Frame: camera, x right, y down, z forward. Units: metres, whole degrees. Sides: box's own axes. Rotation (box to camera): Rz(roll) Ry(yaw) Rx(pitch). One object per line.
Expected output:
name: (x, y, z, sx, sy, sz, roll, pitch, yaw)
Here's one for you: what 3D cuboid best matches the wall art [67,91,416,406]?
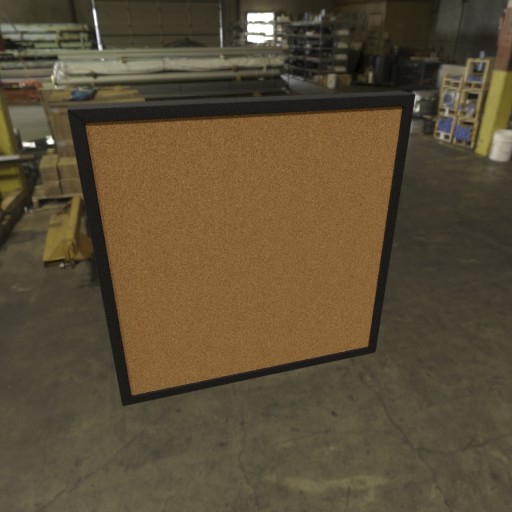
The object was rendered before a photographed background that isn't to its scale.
wall art: (0.000, 0.000, 0.753, 0.508, 0.508, 0.037, -8, 28, -15)
